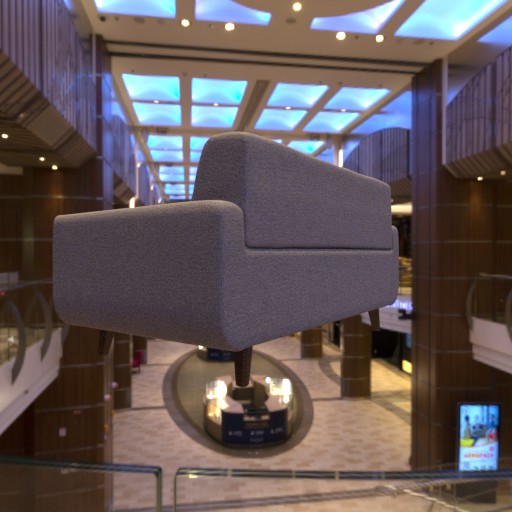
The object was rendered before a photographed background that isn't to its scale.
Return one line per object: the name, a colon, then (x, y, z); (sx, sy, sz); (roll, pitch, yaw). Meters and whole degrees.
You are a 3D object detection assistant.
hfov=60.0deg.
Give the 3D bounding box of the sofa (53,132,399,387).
sofa: (0.000, 0.000, 2.193); (0.909, 0.841, 1.631); (0, 1, 35)
